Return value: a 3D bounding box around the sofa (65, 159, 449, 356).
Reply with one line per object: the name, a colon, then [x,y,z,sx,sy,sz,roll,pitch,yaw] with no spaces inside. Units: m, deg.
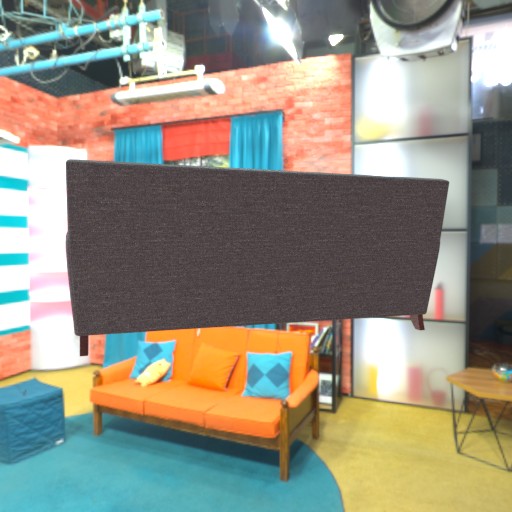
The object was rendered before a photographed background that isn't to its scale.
sofa: [0.000,0.000,2.507,1.976,0.846,0.875,-1,2,-18]
